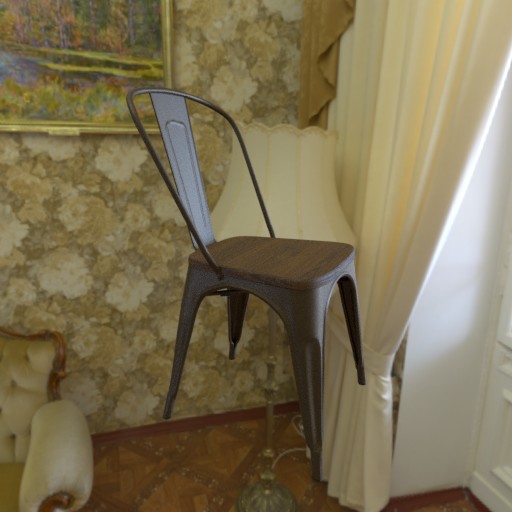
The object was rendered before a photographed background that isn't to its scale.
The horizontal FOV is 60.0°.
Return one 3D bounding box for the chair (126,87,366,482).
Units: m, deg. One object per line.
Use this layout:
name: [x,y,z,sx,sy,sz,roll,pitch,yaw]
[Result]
chair: [0.000,0.000,1.154,0.532,0.844,0.451,7,17,25]
